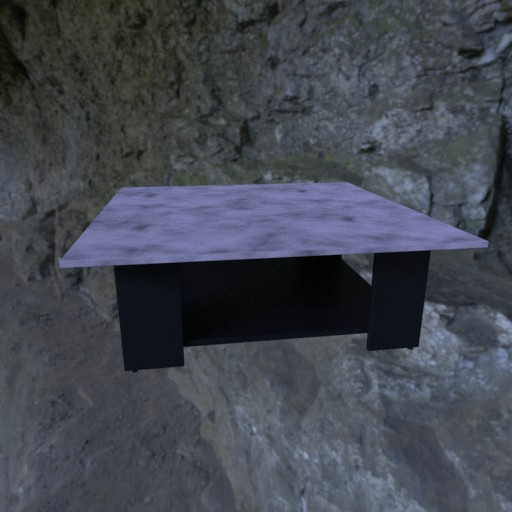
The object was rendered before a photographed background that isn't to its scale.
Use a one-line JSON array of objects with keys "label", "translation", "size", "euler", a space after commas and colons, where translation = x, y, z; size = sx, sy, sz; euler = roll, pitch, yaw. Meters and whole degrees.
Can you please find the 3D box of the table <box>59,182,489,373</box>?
[{"label": "table", "translation": [0.000, 0.000, 1.367], "size": [0.890, 0.305, 0.890], "euler": [-3, 18, -8]}]
